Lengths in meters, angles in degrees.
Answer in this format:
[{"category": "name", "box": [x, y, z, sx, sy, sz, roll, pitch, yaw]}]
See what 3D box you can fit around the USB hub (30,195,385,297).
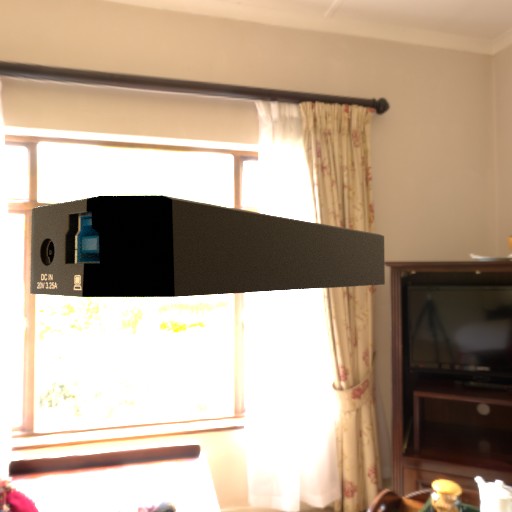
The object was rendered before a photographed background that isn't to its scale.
[{"category": "USB hub", "box": [0.000, 0.000, 0.161, 0.044, 0.023, 0.145, -2, -3, 37]}]
